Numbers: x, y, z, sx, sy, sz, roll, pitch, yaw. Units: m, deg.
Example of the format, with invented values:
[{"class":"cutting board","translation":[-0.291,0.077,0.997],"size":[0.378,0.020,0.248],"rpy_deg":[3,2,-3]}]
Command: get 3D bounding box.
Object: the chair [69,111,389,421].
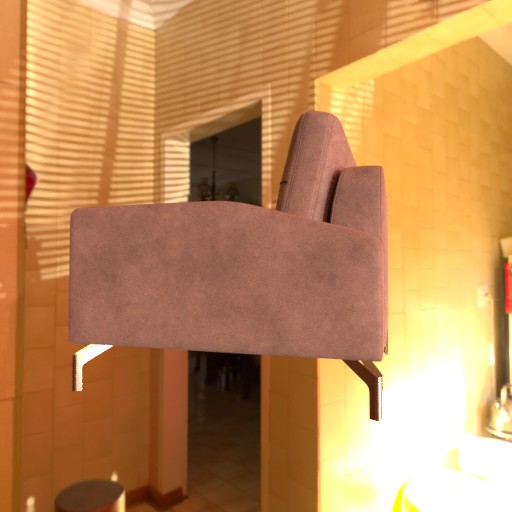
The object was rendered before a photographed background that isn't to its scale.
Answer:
[{"class":"chair","translation":[0.000,0.000,1.583],"size":[0.900,0.800,0.900],"rpy_deg":[0,-2,17]}]
